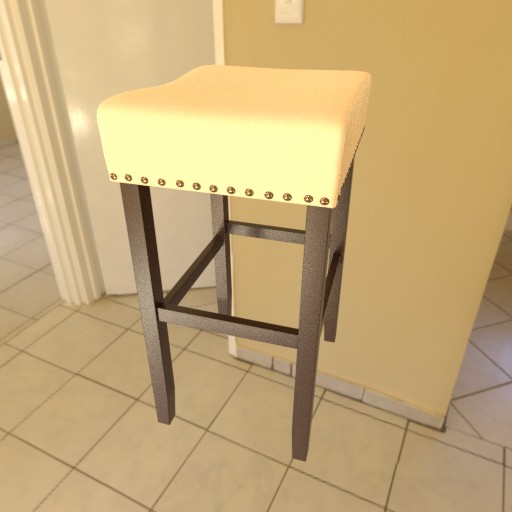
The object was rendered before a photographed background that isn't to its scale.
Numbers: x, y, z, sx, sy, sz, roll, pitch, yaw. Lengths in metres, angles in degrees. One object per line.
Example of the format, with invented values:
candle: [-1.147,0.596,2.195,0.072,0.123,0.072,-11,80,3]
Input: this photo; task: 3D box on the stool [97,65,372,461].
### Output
stool: [0.000,0.000,1.027,0.401,0.762,0.471,9,32,15]
